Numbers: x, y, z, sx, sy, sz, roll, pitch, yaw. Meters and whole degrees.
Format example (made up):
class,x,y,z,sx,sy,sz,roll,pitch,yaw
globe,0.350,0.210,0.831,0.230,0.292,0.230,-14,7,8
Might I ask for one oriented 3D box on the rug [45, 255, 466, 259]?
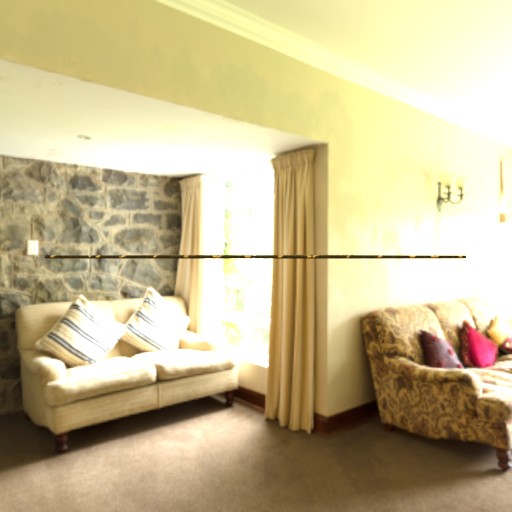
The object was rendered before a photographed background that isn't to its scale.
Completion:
class,x,y,z,sx,sy,sz,roll,pitch,yaw
rug,0.000,0.000,4.055,2.439,0.022,3.047,0,0,0
